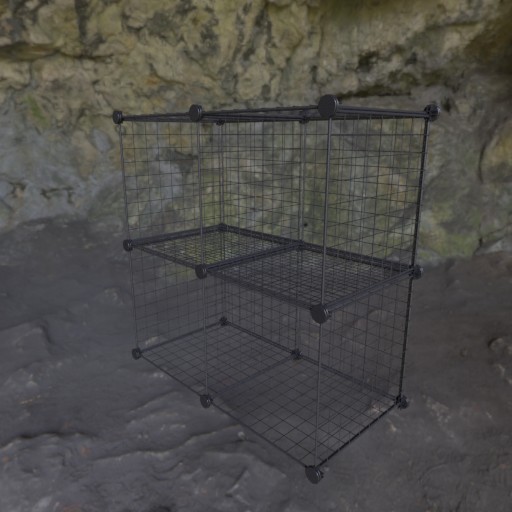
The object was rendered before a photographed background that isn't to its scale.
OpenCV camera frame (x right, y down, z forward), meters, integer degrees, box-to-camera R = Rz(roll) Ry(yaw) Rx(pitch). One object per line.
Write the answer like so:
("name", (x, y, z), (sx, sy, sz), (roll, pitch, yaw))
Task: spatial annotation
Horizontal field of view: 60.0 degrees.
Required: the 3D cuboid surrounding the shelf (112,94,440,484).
("shelf", (0.000, 0.000, 1.120), (0.356, 0.711, 0.711), (-14, 21, -42))
